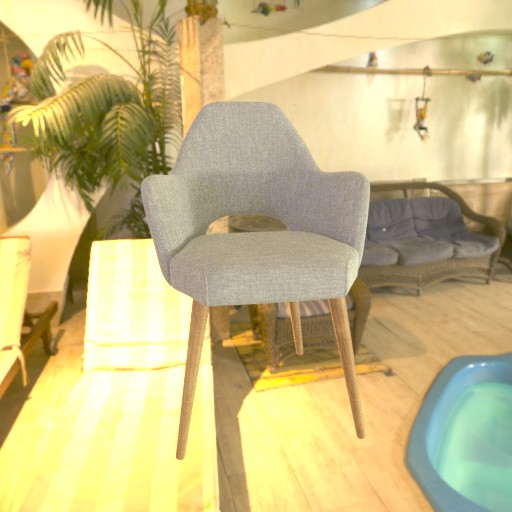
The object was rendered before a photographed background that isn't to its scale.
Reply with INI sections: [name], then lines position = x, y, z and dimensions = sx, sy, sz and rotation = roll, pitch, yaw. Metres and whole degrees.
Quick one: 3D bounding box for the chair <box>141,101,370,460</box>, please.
[chair]
position = 0.000, 0.000, 1.240
dimensions = 0.590, 0.840, 0.610
rotation = -3, 17, -9
